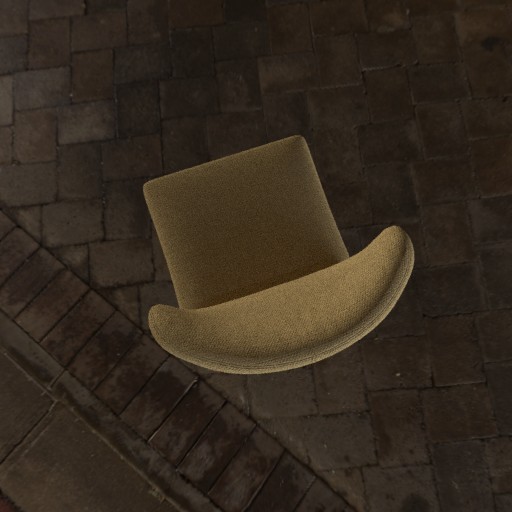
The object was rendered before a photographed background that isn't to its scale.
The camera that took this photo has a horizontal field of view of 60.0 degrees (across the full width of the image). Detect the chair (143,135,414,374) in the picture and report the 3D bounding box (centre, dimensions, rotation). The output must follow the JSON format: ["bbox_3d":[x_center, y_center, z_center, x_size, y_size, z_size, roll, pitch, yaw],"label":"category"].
[{"bbox_3d":[0.000,0.000,1.172,0.491,0.839,0.589,-18,76,-5],"label":"chair"}]
